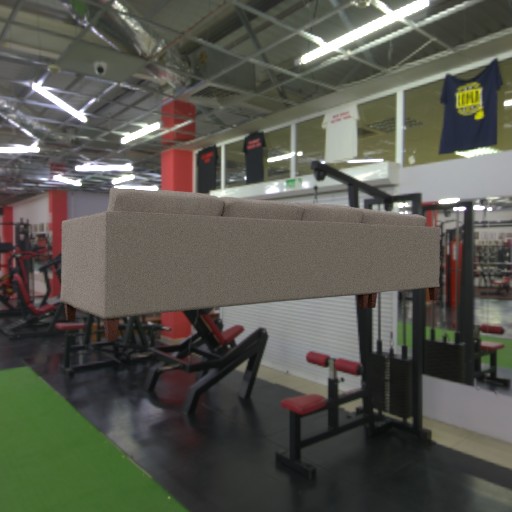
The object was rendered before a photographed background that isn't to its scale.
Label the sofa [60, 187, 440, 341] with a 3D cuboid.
[{"bbox_3d":[0.000,0.000,3.889,3.186,0.846,1.625,-1,1,-37],"label":"sofa"}]
